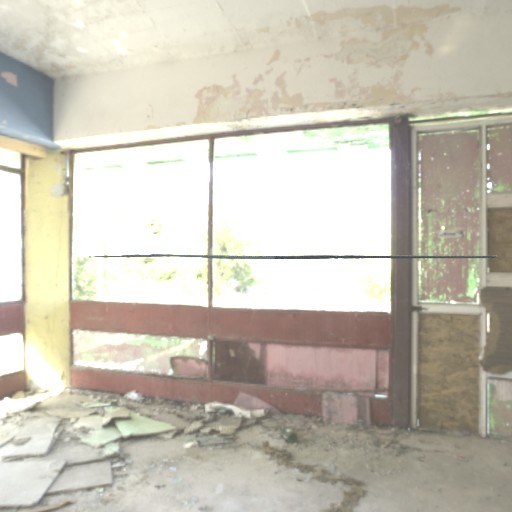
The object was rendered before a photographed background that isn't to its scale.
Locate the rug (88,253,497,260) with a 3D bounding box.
[{"bbox_3d":[0.000,0.000,2.187,1.145,0.021,1.777,0,0,-35],"label":"rug"}]
